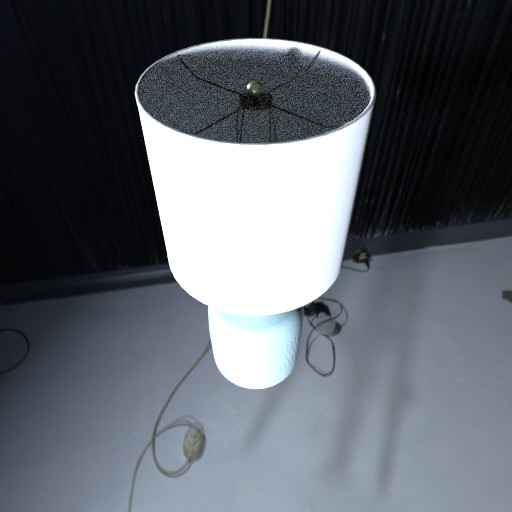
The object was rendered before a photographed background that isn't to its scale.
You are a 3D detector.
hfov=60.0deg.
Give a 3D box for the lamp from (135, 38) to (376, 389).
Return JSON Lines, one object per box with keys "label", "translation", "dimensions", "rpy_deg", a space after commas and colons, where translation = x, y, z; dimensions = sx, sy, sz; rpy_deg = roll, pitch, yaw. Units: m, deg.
{"label": "lamp", "translation": [0.000, 0.000, 1.088], "dimensions": [0.418, 0.871, 0.418], "rpy_deg": [-8, 46, -8]}
